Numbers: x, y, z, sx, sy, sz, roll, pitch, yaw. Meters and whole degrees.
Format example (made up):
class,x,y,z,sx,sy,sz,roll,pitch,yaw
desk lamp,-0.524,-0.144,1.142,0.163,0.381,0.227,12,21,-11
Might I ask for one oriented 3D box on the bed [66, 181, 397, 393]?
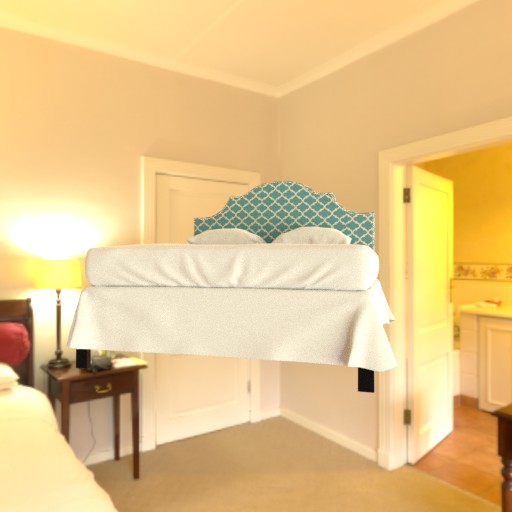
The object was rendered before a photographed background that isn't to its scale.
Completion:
class,x,y,z,sx,sy,sz,roll,pitch,yaw
bed,0.000,0.000,3.808,2.314,1.601,2.222,0,0,17
